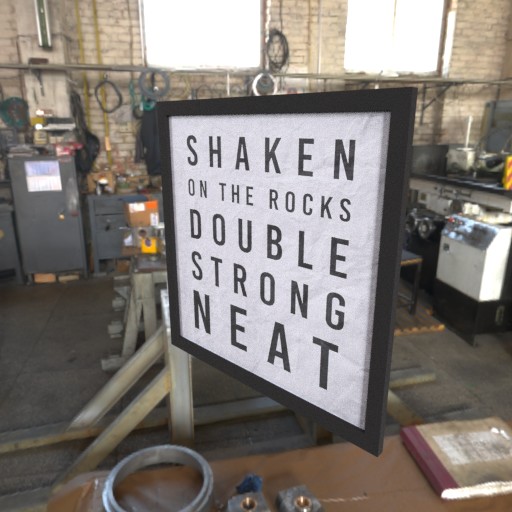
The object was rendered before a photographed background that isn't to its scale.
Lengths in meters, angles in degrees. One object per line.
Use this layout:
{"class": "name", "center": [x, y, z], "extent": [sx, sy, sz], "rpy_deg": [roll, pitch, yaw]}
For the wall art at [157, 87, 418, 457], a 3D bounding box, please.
{"class": "wall art", "center": [0.000, 0.000, 0.675], "extent": [0.456, 0.458, 0.013], "rpy_deg": [15, 22, 41]}
